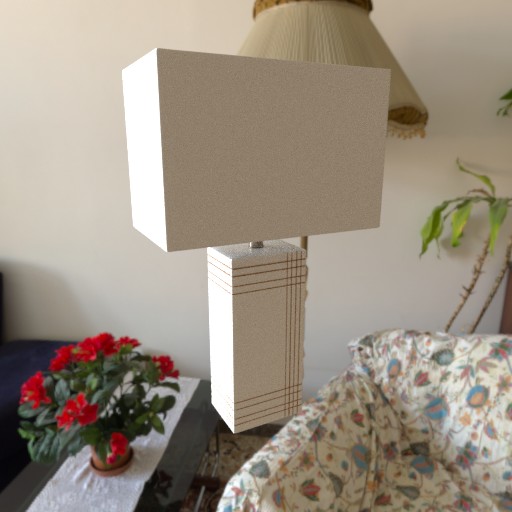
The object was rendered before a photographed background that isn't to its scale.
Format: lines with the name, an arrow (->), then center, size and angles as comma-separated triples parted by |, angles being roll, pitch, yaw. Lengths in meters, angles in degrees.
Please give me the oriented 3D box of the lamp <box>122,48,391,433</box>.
lamp -> 0.000, 0.000, 0.693 | 0.334, 0.543, 0.182 | -8, 17, -26
